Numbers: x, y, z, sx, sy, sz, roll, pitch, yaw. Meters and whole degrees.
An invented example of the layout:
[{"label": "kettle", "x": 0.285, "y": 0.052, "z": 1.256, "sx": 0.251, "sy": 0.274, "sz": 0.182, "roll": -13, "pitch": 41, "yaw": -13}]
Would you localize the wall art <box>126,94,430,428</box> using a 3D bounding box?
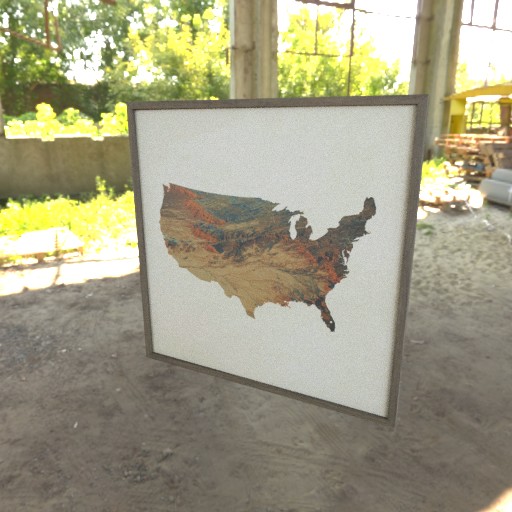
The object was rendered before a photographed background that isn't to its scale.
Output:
[{"label": "wall art", "x": 0.000, "y": 0.000, "z": 0.757, "sx": 0.508, "sy": 0.507, "sz": 0.016, "roll": 8, "pitch": 19, "yaw": 25}]
